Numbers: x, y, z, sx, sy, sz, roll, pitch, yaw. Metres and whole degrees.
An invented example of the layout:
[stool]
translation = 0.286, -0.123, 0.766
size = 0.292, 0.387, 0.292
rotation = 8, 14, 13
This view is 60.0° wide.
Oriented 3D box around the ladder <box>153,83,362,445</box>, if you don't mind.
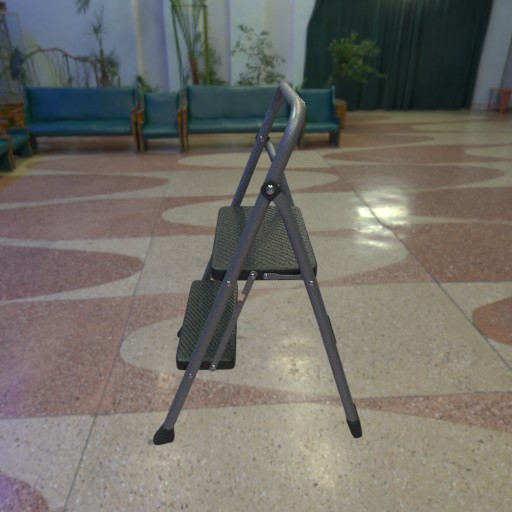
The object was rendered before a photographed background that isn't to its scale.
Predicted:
[ladder]
translation = 0.000, 0.000, 1.018
size = 0.472, 0.720, 0.430
rotation = -1, 26, -1
